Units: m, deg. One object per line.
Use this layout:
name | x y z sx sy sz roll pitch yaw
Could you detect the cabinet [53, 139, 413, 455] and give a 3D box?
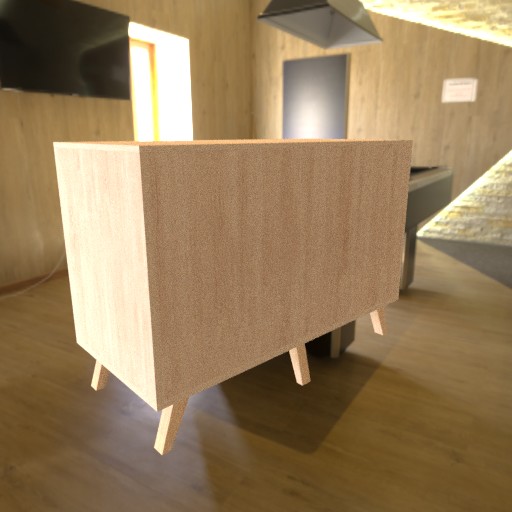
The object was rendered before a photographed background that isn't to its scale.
cabinet | 0.000 0.000 1.551 1.110 0.780 0.500 -14 21 -41
